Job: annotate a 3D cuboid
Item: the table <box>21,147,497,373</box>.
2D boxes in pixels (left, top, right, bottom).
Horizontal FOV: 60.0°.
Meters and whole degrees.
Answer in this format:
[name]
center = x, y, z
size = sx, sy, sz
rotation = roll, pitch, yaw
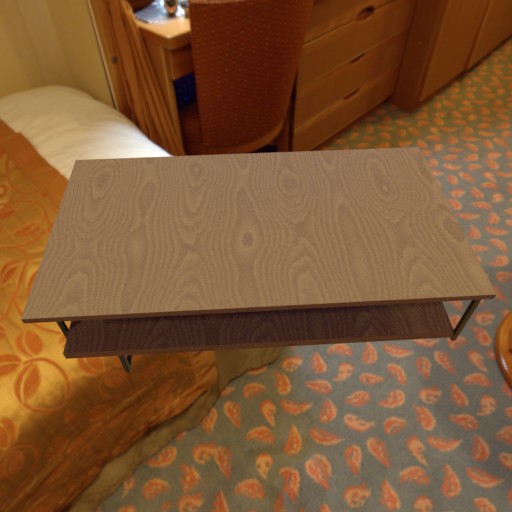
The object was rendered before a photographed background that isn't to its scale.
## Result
[table]
center = 0.000, 0.000, 1.456
size = 1.197, 0.347, 0.651
rotation = -3, 48, -2
